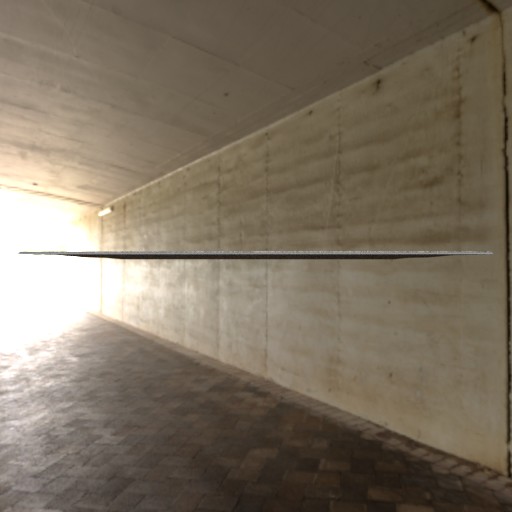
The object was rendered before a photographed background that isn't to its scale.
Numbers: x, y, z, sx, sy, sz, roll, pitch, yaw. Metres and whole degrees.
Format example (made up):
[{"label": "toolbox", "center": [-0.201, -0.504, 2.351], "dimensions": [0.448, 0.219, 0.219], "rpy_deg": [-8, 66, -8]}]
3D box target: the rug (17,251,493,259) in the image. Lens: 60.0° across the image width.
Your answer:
[{"label": "rug", "center": [0.000, 0.000, 3.707], "dimensions": [2.901, 0.026, 2.043], "rpy_deg": [0, -1, 1]}]
